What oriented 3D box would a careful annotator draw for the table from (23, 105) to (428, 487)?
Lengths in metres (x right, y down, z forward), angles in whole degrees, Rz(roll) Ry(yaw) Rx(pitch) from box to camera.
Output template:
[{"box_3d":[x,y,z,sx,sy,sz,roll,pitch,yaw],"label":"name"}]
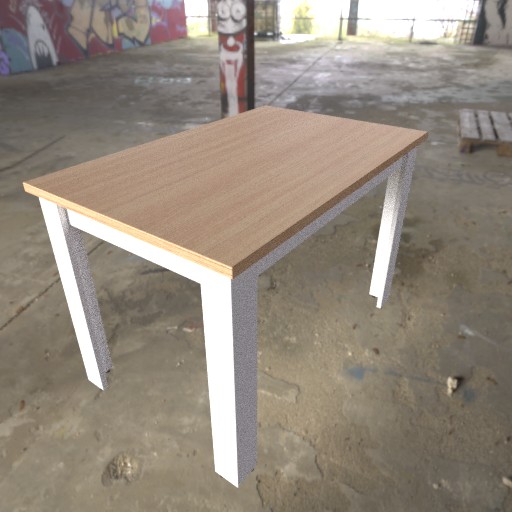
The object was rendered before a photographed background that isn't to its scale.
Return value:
[{"box_3d":[0.000,0.000,1.545,0.700,0.734,1.100,21,37,30],"label":"table"}]
